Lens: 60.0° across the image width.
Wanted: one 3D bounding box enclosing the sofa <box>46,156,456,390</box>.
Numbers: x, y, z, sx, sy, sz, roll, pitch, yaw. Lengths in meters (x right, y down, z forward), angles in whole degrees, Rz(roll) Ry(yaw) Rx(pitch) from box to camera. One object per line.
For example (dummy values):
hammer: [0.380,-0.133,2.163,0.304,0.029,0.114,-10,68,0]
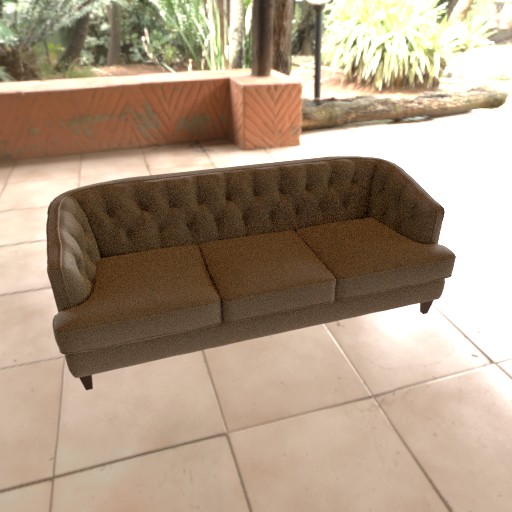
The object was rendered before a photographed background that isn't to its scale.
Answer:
sofa: [0.000,0.000,2.727,2.278,0.855,0.941,-9,32,-16]
